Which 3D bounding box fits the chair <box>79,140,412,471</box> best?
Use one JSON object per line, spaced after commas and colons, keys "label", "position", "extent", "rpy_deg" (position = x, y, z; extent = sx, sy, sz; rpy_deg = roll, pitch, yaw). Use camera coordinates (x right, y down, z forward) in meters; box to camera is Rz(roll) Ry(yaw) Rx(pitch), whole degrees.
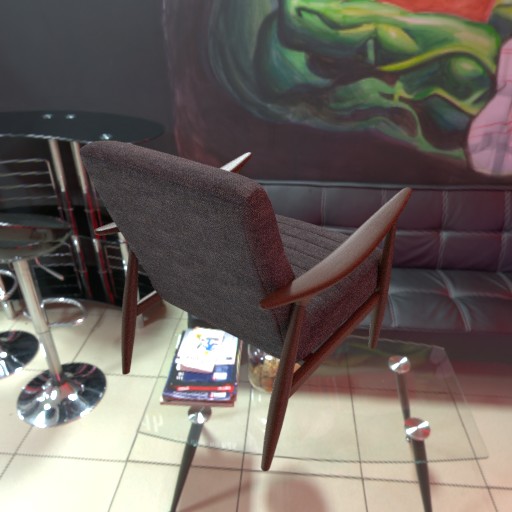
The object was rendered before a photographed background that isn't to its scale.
{"label": "chair", "position": [0.000, 0.000, 1.444], "extent": [0.741, 0.832, 0.798], "rpy_deg": [21, 35, 32]}
